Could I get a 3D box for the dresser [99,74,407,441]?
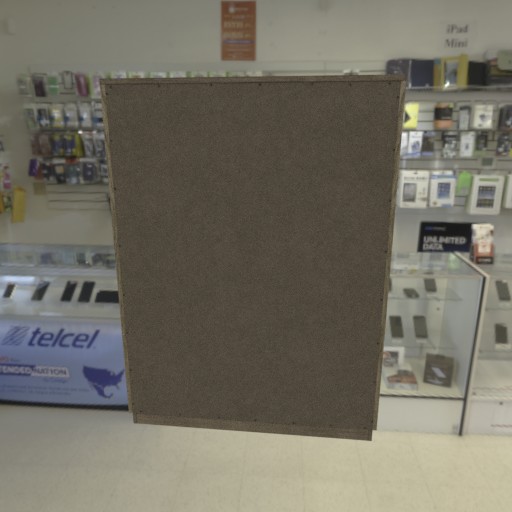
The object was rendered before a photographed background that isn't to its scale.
[{"bbox_3d":[0.000,0.000,1.786,0.967,1.295,0.483,2,16,6],"label":"dresser"}]
